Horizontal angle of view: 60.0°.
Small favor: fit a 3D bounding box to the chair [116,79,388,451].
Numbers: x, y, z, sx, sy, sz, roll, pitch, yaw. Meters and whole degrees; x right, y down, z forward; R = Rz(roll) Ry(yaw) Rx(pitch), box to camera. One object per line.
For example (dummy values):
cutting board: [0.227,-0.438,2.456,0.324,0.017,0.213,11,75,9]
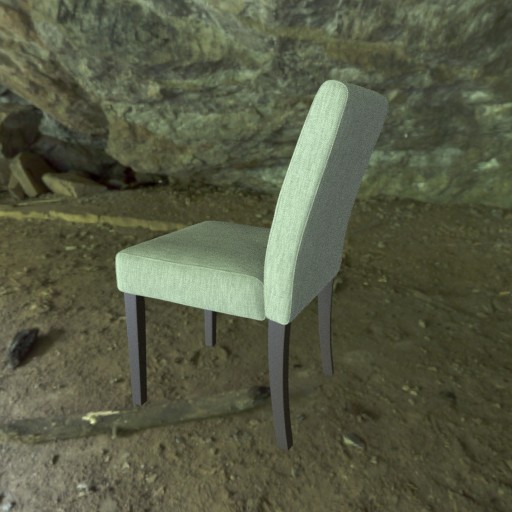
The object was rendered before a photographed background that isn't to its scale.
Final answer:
chair: [0.000,0.000,1.264,0.629,0.884,0.487,8,18,25]
